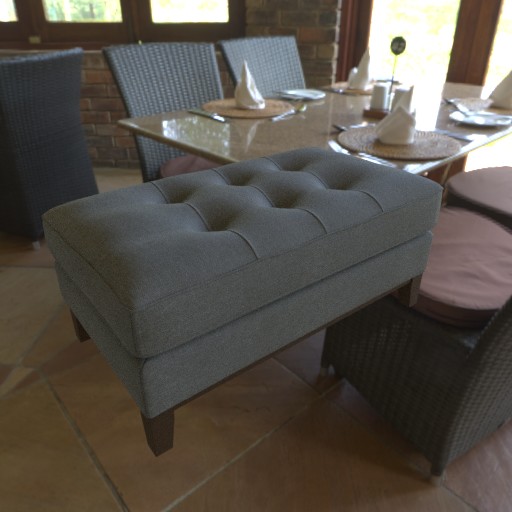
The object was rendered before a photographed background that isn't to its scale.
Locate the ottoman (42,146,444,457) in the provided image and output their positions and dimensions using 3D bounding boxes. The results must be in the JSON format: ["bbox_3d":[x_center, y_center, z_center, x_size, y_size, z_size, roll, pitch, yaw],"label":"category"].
[{"bbox_3d":[0.000,0.000,1.480,1.143,0.514,0.648,-21,35,-32],"label":"ottoman"}]
